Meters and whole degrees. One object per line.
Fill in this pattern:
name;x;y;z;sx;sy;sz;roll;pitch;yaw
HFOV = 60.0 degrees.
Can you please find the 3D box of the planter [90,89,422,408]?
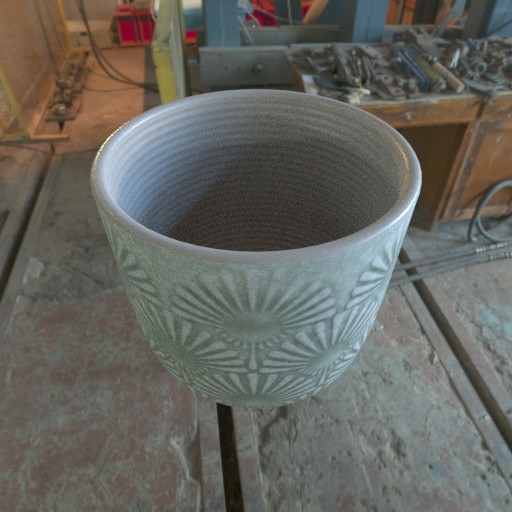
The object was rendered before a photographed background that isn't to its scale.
planter;0.000;0.000;0.207;0.124;0.109;0.124;0;42;0
